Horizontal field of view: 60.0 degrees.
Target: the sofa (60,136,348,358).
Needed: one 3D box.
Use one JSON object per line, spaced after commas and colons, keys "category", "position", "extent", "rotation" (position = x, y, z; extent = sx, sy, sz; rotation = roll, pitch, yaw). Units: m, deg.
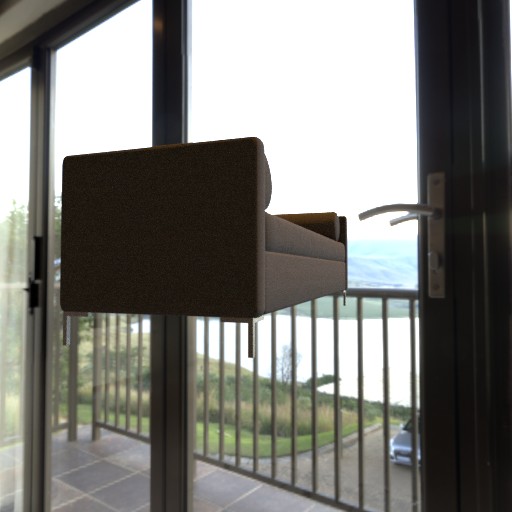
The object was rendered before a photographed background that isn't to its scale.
{"category": "sofa", "position": [0.000, 0.000, 2.268], "extent": [0.686, 0.635, 1.981], "rotation": [-1, -2, 19]}
